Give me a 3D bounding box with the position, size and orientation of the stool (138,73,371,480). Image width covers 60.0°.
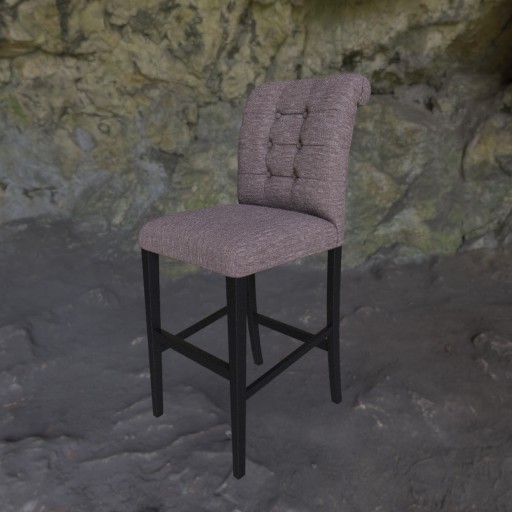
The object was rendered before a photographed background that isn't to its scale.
[{"bbox_3d":[0.000,0.000,1.460,0.452,1.131,0.613,15,21,42],"label":"stool"}]
